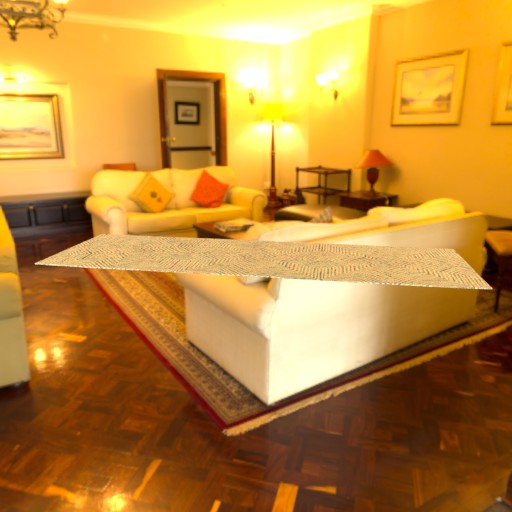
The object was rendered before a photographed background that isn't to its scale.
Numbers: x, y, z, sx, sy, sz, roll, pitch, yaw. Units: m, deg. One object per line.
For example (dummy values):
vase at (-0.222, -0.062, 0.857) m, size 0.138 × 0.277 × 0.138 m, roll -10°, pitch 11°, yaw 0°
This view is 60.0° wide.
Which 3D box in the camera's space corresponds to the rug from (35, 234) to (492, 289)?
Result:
rug at (0.000, 0.000, 2.691) m, size 2.443 × 0.009 × 0.771 m, roll 3°, pitch 16°, yaw 10°
